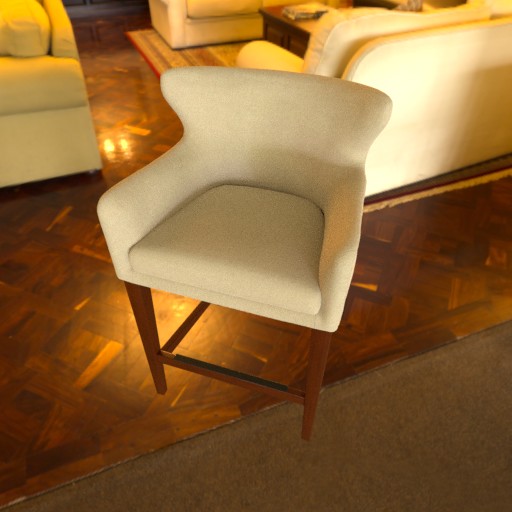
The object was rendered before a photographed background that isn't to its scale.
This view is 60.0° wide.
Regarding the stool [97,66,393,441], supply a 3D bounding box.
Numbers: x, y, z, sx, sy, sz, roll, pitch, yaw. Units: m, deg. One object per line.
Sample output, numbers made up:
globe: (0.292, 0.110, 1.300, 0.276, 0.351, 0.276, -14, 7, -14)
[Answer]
stool: (0.000, 0.000, 1.323, 0.601, 0.951, 0.570, 12, 42, 14)
